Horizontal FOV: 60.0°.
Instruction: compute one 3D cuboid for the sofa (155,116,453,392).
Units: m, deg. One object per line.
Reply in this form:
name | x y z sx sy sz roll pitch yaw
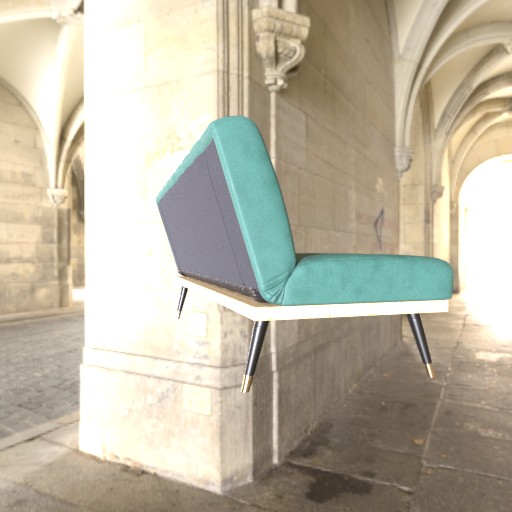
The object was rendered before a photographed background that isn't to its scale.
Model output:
sofa | 0.000 0.000 2.192 0.830 0.820 1.810 0 0 -18
